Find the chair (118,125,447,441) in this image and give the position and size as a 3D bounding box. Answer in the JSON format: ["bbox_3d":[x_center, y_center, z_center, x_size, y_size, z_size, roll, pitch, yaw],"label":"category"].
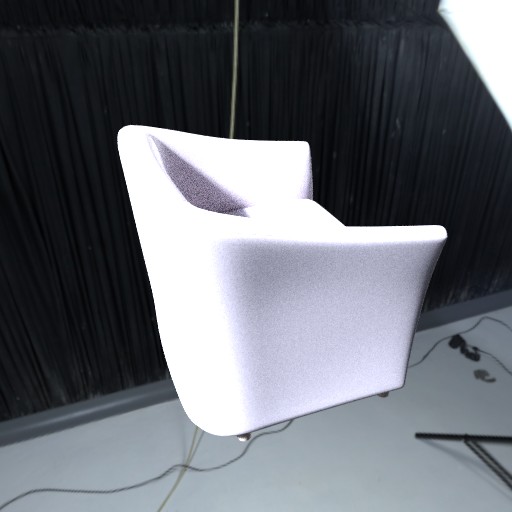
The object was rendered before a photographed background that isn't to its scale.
[{"bbox_3d":[0.000,0.000,1.364,0.700,0.720,0.790,-10,32,-17],"label":"chair"}]
